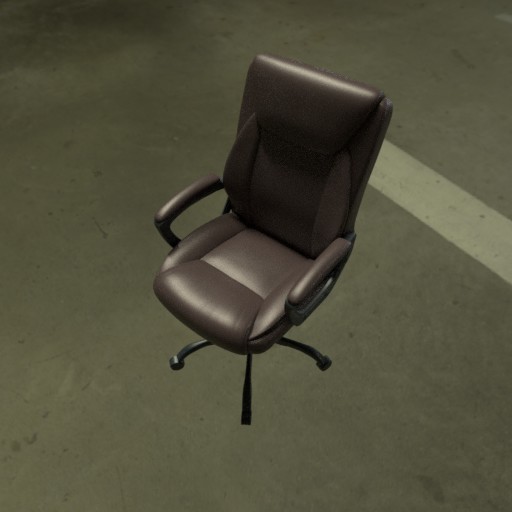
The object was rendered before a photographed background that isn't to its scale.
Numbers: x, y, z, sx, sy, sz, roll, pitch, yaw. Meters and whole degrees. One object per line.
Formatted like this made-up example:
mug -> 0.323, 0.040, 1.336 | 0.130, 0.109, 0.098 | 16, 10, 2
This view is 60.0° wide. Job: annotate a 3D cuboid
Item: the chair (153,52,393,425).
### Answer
chair -> 0.000, 0.000, 1.478 | 0.615, 1.072, 0.655 | 30, 54, 25
